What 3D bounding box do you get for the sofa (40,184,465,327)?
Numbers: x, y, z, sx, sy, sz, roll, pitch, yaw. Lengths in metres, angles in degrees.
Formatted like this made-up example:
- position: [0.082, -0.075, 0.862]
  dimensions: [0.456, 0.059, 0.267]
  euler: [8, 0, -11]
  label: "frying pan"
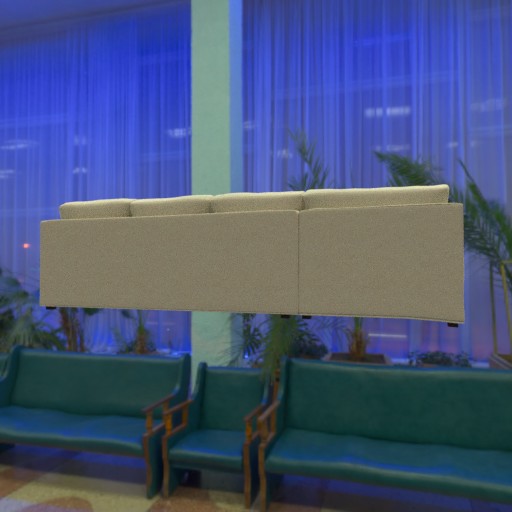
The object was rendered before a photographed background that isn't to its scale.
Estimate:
- position: [0.000, 0.000, 3.900]
  dimensions: [3.205, 0.922, 1.650]
  euler: [0, -2, 18]
  label: "sofa"
